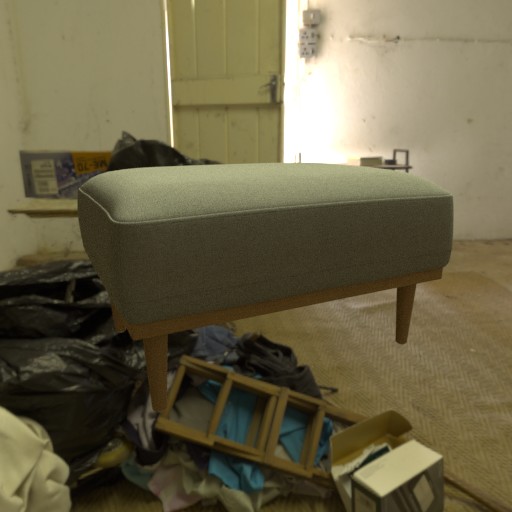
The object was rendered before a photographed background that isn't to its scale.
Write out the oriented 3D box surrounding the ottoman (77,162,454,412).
[{"bbox_3d":[0.000,0.000,1.077,0.749,0.428,0.549,-8,17,-26],"label":"ottoman"}]
